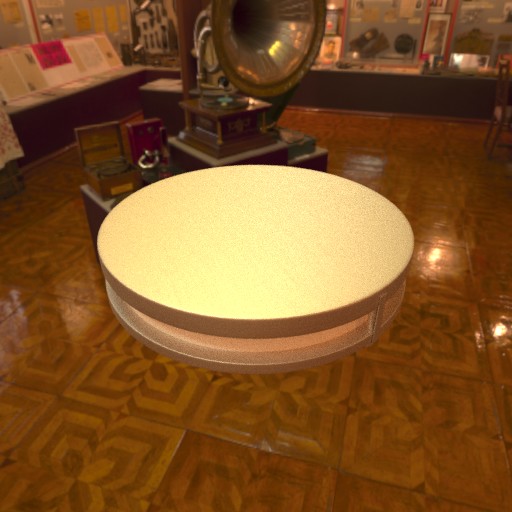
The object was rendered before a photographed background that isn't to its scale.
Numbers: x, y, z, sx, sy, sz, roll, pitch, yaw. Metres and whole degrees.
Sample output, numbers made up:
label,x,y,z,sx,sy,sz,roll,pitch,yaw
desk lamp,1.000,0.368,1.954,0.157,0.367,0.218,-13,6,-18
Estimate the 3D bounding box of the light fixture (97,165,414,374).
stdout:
label,x,y,z,sx,sy,sz,roll,pitch,yaw
light fixture,0.000,0.000,0.543,0.356,0.102,0.356,0,32,0
